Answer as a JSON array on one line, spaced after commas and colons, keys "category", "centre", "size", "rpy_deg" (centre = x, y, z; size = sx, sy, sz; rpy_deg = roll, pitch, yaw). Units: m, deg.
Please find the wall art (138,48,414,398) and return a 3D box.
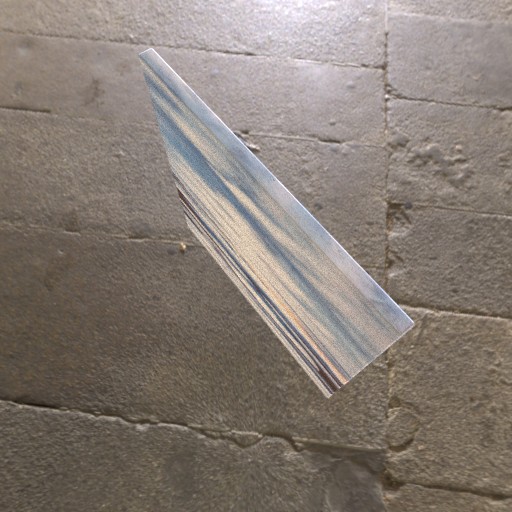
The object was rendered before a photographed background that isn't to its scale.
[{"category": "wall art", "centre": [0.000, 0.000, 1.130], "size": [0.035, 0.747, 0.747], "rpy_deg": [-35, 70, -15]}]
